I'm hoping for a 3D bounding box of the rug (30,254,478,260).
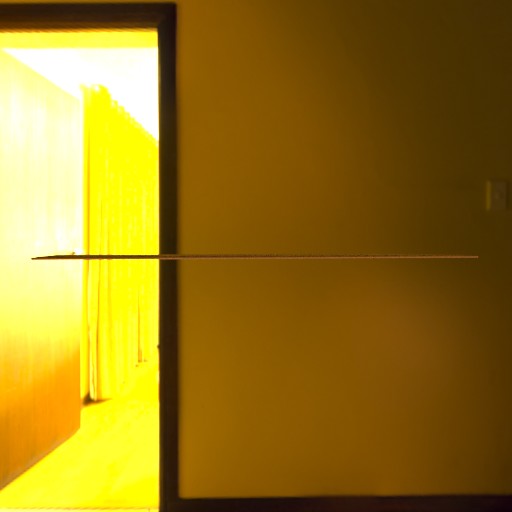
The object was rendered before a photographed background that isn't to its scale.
[{"bbox_3d":[0.000,0.000,1.411,1.220,0.007,0.605,0,1,-20],"label":"rug"}]
